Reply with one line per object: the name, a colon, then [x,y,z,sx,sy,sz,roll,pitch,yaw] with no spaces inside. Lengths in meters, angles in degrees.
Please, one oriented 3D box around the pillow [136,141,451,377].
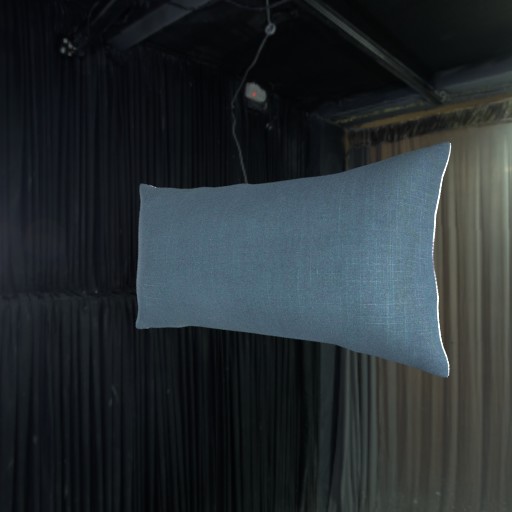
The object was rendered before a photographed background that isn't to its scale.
pillow: [0.000,0.000,0.736,0.609,0.305,0.151,-1,-1,37]
